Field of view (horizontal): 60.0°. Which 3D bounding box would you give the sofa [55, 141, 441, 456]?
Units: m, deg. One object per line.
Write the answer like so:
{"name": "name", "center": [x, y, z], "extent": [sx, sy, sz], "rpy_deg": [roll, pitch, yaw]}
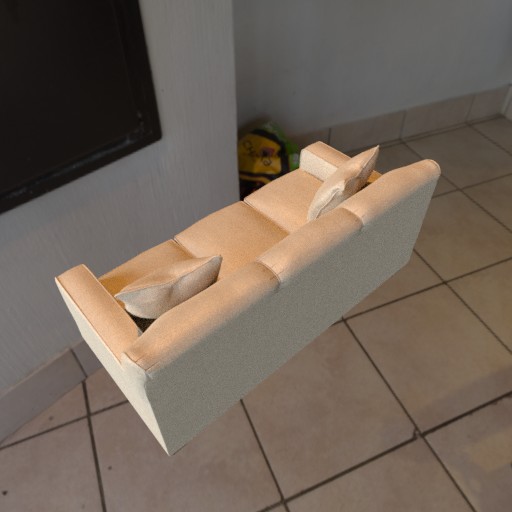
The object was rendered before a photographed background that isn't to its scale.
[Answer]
{"name": "sofa", "center": [0.000, 0.000, 2.626], "extent": [2.024, 0.958, 0.997], "rpy_deg": [-32, 54, -28]}
